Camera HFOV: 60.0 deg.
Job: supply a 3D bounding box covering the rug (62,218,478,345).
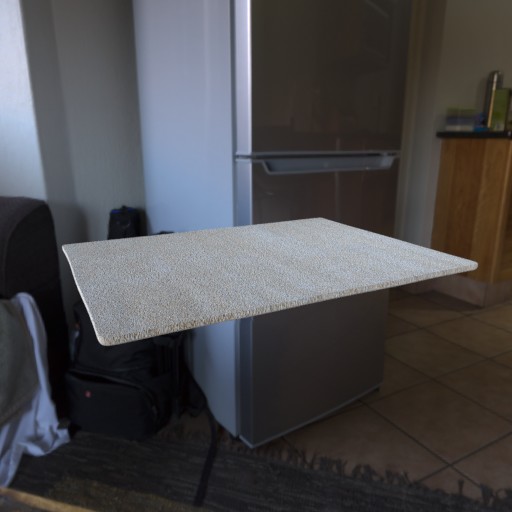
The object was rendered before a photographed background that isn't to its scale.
[{"bbox_3d":[0.000,0.000,2.097,1.600,0.025,1.199,-8,18,-26],"label":"rug"}]
